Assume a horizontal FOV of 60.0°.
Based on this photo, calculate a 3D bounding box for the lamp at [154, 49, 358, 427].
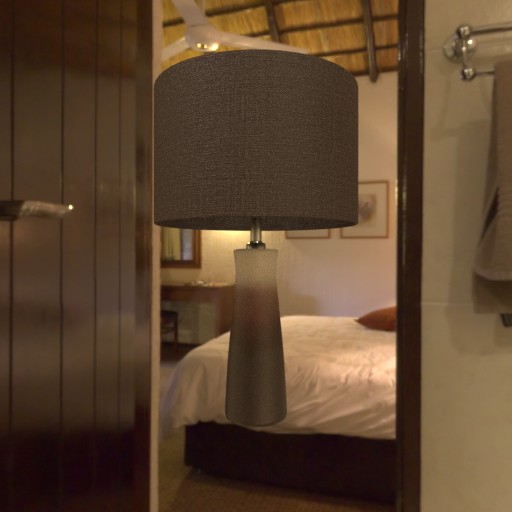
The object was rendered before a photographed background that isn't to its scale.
[{"bbox_3d":[0.000,0.000,0.673,0.303,0.488,0.303,0,0,0],"label":"lamp"}]
